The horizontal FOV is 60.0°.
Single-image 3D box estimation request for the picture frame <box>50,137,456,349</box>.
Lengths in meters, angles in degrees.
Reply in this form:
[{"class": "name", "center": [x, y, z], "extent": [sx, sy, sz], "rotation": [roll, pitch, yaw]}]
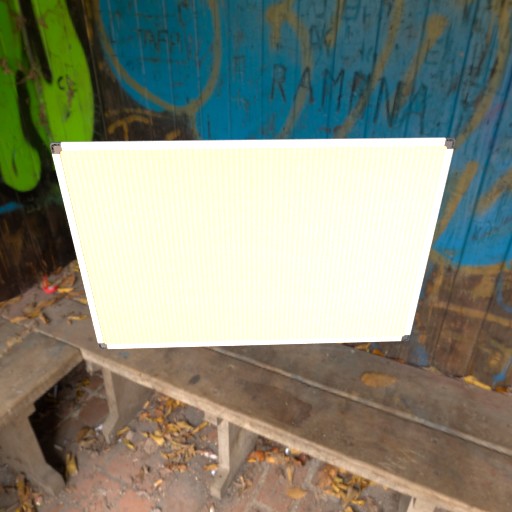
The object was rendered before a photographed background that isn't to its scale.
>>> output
[{"class": "picture frame", "center": [0.000, 0.000, 1.135], "extent": [0.900, 0.600, 0.010], "rotation": [-1, 31, -2]}]
